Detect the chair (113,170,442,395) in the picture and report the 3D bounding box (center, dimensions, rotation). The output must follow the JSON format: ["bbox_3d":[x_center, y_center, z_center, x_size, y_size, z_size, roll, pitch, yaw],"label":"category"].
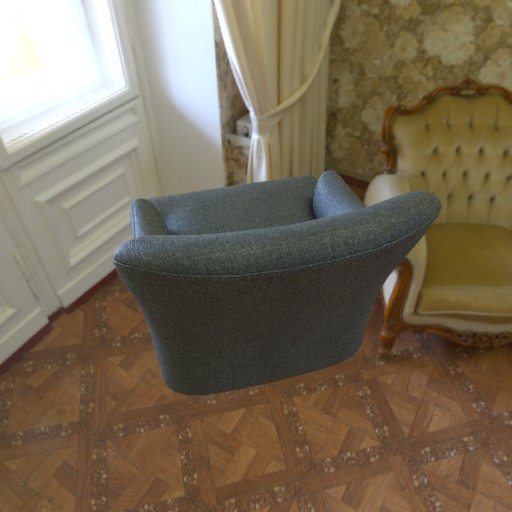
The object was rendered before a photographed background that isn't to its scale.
[{"bbox_3d":[0.000,0.000,1.577,0.864,0.856,0.923,-10,43,-11],"label":"chair"}]
